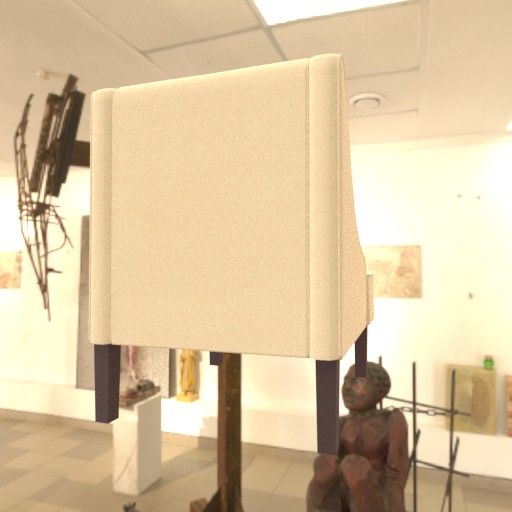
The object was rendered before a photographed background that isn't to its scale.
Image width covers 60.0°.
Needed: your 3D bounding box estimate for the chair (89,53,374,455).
[{"bbox_3d":[0.000,0.000,1.436,0.689,0.886,0.806,0,-1,19],"label":"chair"}]
